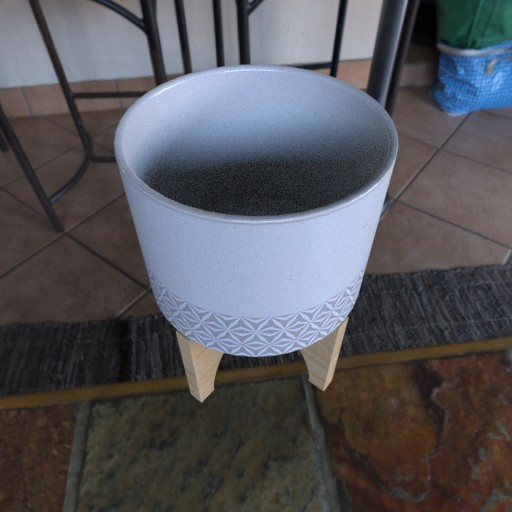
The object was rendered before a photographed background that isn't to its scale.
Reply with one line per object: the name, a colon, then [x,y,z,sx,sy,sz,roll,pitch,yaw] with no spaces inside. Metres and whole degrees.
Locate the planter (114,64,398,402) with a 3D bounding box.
planter: [0.000,0.000,0.521,0.249,0.343,0.249,0,47,0]
